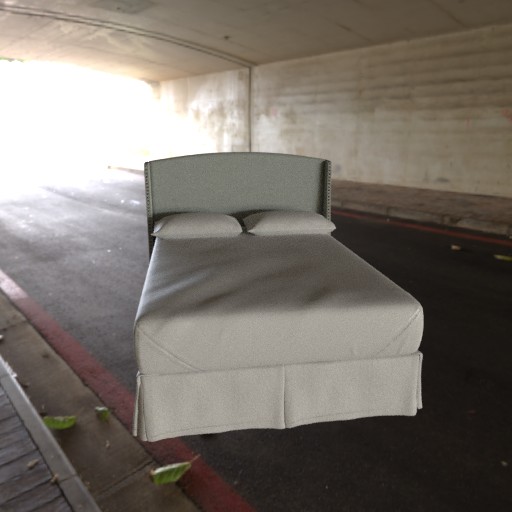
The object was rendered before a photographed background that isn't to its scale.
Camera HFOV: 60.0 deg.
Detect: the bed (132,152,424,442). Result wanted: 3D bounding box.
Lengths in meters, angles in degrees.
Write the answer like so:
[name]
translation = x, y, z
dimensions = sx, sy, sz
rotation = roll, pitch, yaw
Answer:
[bed]
translation = 0.000, 0.000, 3.304
dimensions = 1.710, 1.407, 2.237
rotation = -2, 16, -8
